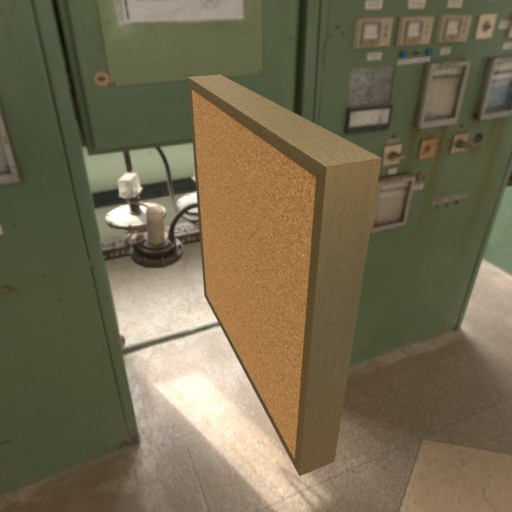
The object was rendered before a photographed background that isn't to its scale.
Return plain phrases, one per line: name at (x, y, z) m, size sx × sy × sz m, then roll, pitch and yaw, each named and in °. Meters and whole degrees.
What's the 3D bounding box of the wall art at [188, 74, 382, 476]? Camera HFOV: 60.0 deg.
wall art at (0.000, 0.000, 0.462) m, size 0.038 × 0.305 × 0.304 m, roll -12°, pitch 34°, yaw -19°
